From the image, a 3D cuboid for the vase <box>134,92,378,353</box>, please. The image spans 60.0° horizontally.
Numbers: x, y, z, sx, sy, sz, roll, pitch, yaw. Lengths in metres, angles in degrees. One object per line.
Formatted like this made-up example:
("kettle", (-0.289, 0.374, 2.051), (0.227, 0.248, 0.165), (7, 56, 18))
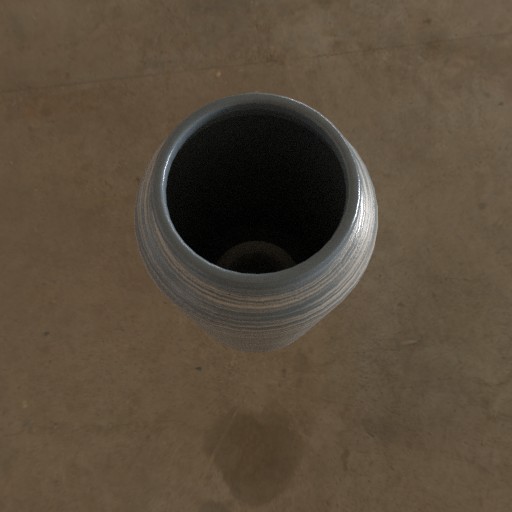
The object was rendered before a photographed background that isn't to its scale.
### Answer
("vase", (0.000, 0.000, 0.291), (0.116, 0.230, 0.116), (0, 75, 0))
